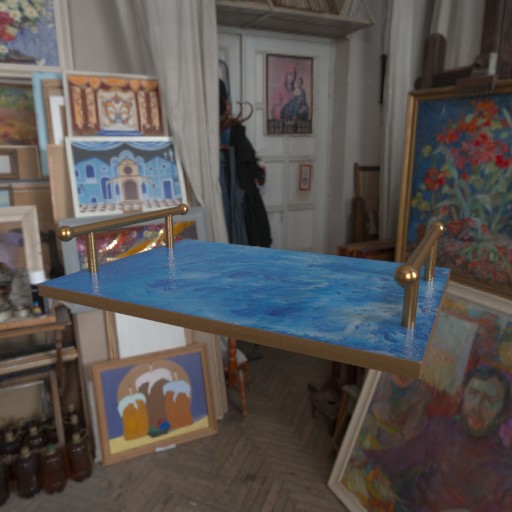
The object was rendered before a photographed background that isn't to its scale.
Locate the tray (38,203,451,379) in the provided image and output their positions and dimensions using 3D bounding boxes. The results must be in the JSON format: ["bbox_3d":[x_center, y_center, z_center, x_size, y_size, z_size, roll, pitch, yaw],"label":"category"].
[{"bbox_3d":[0.000,0.000,0.566,0.444,0.084,0.304,7,16,26],"label":"tray"}]
